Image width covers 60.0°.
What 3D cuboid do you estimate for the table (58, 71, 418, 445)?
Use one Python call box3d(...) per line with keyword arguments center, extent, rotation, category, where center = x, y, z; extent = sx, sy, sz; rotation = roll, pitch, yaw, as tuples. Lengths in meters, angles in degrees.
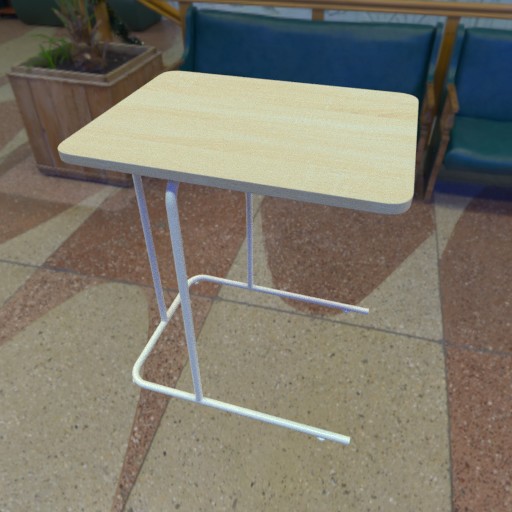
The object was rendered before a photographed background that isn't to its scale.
box3d(center=(0.000, 0.000, 0.863), extent=(0.480, 0.550, 0.370), rotation=(11, 41, 13), category="table")
